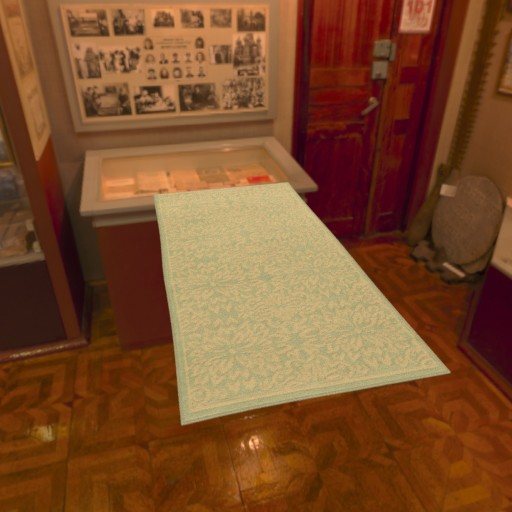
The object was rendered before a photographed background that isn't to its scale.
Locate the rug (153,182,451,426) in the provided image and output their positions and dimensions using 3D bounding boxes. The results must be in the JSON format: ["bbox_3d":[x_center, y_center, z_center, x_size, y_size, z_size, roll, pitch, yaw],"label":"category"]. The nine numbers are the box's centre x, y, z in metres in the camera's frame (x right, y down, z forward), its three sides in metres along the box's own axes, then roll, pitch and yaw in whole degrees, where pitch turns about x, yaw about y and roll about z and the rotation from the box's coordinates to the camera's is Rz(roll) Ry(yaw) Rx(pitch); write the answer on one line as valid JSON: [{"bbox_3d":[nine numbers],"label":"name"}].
[{"bbox_3d":[0.000,0.000,1.445,0.604,0.007,1.219,-7,31,-12],"label":"rug"}]
